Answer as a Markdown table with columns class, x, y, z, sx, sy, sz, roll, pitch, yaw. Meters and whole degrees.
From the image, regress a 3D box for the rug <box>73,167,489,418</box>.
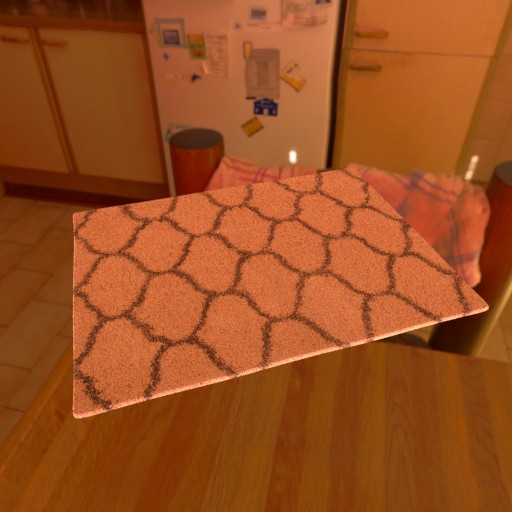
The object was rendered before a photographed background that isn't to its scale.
| class | x | y | z | sx | sy | sz | roll | pitch | yaw |
| --- | --- | --- | --- | --- | --- | --- | --- | --- | --- |
| rug | 0.000 | 0.000 | 2.035 | 1.600 | 0.025 | 1.200 | -11 | 41 | -13 |
